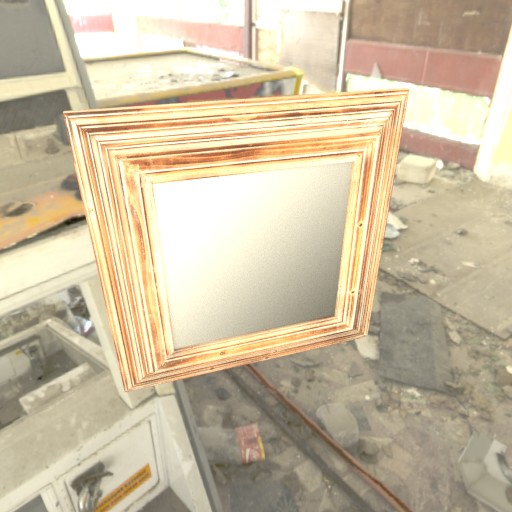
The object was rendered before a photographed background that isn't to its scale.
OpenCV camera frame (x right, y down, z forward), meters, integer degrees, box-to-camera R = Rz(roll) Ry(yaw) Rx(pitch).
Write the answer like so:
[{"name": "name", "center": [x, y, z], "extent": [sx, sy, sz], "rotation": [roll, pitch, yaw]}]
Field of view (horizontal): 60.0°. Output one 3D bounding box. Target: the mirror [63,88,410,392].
[{"name": "mirror", "center": [0.000, 0.000, 1.192], "extent": [0.804, 0.804, 0.061], "rotation": [-9, 32, -15]}]
